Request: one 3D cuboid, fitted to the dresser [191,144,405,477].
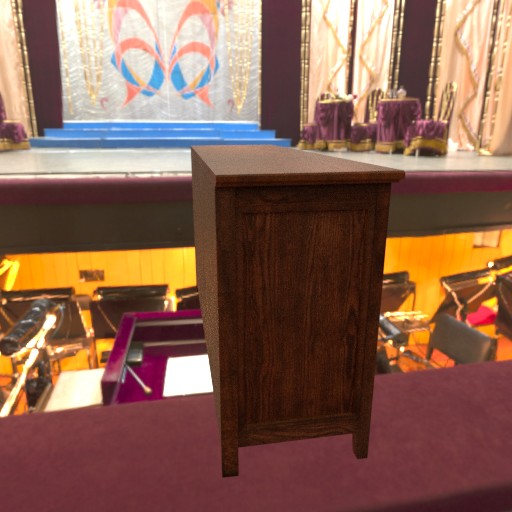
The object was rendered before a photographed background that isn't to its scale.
[{"bbox_3d":[0.000,0.000,1.886,0.463,0.856,1.551,-3,17,-10],"label":"dresser"}]
